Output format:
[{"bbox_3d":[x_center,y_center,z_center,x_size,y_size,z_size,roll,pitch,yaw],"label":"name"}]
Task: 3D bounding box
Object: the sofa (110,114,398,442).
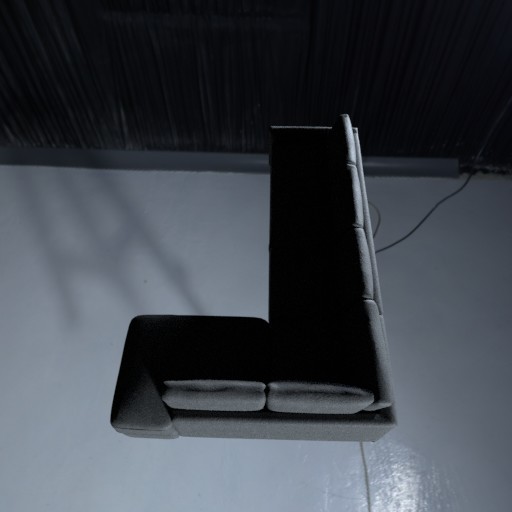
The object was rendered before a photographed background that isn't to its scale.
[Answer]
[{"bbox_3d":[0.000,0.000,3.884,1.984,0.858,2.972,1,57,1],"label":"sofa"}]
